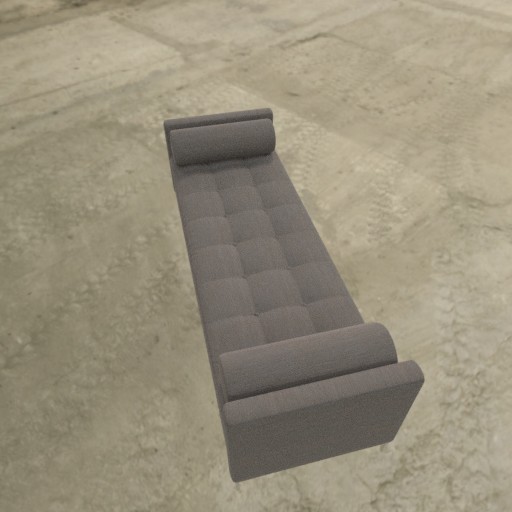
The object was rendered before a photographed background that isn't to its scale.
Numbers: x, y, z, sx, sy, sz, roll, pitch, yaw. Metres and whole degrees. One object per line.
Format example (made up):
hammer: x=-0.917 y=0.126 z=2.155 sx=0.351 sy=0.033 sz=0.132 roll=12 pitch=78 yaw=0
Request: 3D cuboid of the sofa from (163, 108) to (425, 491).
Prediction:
sofa: x=0.000 y=0.000 z=2.302 sx=0.686 sy=0.635 sz=1.981 roll=-10 pitch=46 yaw=-10
